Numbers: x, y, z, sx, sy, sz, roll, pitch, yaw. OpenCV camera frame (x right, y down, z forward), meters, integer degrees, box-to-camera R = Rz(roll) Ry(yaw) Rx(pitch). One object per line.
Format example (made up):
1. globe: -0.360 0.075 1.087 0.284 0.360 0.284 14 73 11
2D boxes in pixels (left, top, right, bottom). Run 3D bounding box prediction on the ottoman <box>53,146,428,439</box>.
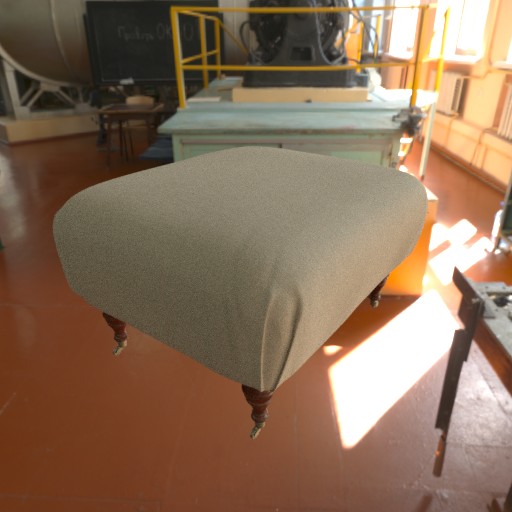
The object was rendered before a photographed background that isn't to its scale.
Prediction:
1. ottoman: 0.000 0.000 1.120 0.639 0.450 0.746 18 31 32
